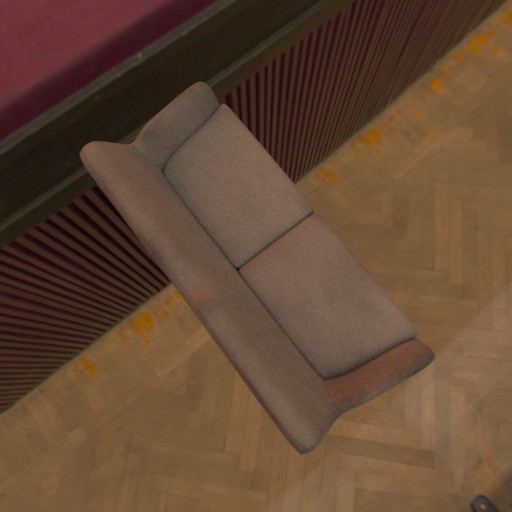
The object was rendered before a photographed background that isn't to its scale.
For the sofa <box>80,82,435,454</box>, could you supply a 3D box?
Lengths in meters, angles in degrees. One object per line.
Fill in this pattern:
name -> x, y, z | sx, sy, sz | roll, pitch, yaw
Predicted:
sofa -> 0.000, 0.000, 2.340 | 0.850, 0.810, 1.870 | -37, 79, -8
